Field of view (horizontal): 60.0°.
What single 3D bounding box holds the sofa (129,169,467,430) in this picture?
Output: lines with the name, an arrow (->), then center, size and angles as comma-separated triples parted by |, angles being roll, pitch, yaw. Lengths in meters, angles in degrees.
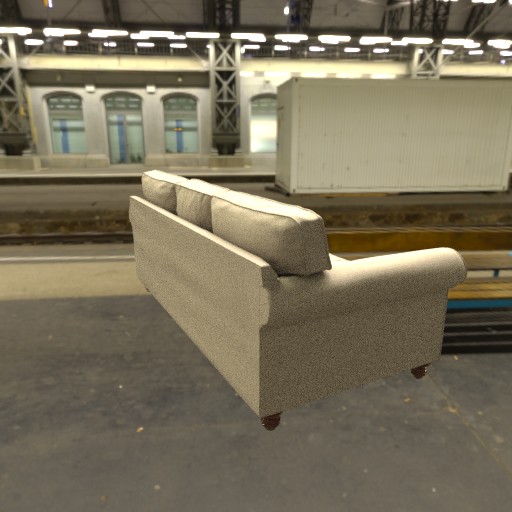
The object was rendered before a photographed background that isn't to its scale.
sofa -> 0.000, 0.000, 2.606 | 0.998, 0.889, 2.118 | -8, 17, -27
